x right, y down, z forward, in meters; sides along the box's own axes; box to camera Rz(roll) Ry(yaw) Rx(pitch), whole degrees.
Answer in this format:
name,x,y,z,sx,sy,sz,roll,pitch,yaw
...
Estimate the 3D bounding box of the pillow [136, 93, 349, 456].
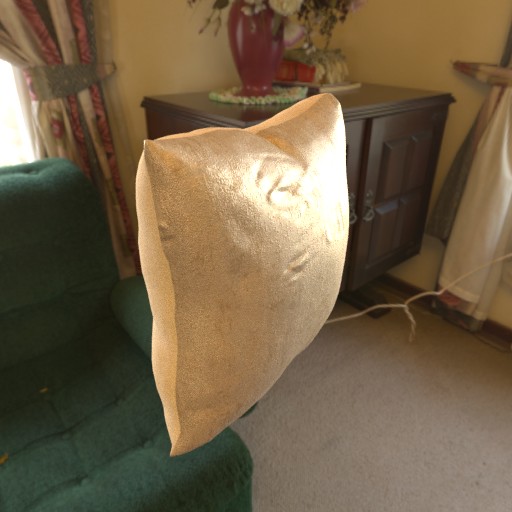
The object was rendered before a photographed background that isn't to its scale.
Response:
name,x,y,z,sx,sy,sz,roll,pitch,yaw
pillow,0.000,0.000,0.698,0.245,0.448,0.450,17,31,31
